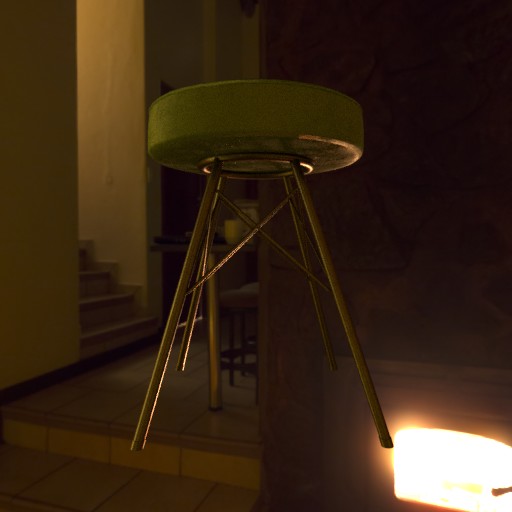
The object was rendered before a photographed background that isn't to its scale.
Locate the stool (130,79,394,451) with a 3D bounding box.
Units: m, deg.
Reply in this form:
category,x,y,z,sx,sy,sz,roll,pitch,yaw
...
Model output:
category,x,y,z,sx,sy,sz,roll,pitch,yaw
stool,0.000,0.000,0.913,0.430,0.595,0.457,0,1,-1
